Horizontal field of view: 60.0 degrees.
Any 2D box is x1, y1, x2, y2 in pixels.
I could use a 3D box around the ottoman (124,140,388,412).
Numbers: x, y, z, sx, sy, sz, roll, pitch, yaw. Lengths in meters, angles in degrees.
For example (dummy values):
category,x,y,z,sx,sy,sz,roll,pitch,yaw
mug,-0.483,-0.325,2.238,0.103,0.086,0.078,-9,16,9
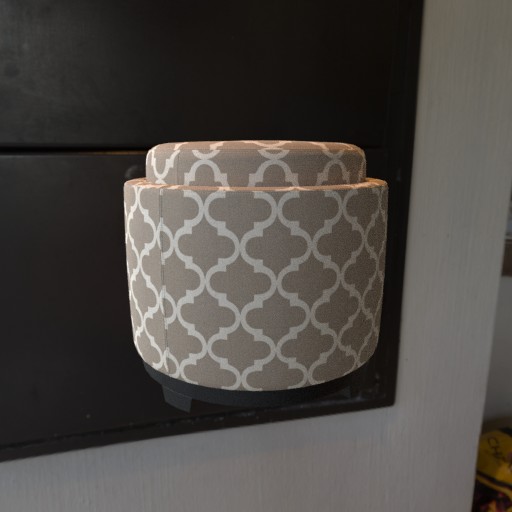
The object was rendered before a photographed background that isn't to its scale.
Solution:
category,x,y,z,sx,sy,sz,roll,pitch,yaw
ottoman,0.000,0.000,0.857,0.480,0.429,0.480,0,13,0
